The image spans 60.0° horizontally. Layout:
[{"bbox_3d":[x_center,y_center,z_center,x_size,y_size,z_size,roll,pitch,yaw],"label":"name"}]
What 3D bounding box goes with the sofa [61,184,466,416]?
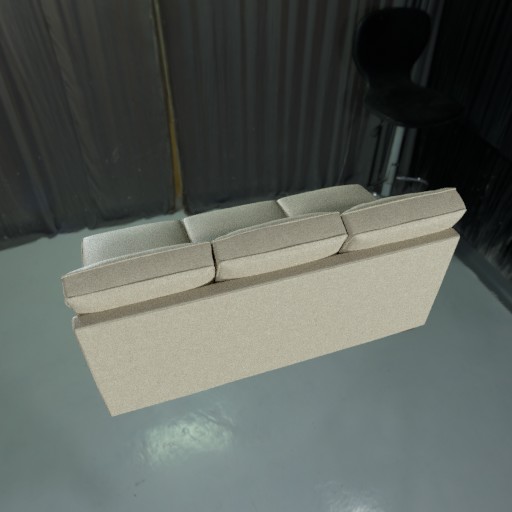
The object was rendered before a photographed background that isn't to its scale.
[{"bbox_3d":[0.000,0.000,2.603,1.962,0.973,1.027,-13,43,-14],"label":"sofa"}]
